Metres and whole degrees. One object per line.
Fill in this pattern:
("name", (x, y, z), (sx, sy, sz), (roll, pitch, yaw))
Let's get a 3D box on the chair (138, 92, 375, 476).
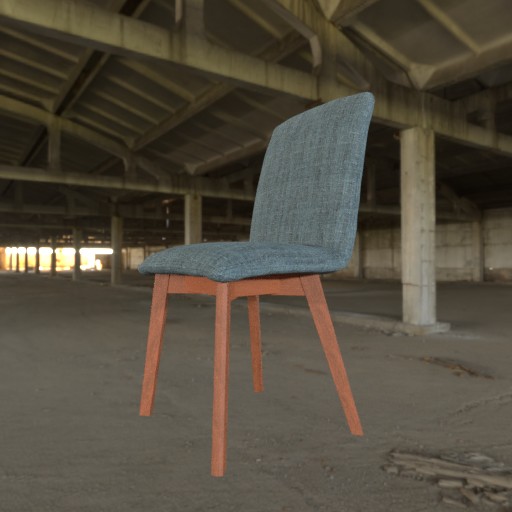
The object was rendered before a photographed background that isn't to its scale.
("chair", (0.000, 0.000, 1.319), (0.563, 0.974, 0.522), (0, -1, -34))
